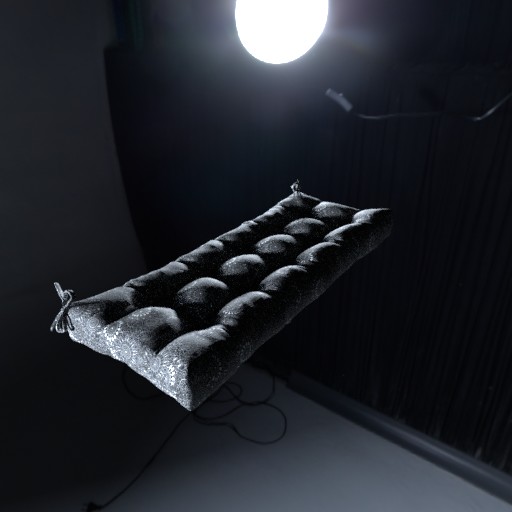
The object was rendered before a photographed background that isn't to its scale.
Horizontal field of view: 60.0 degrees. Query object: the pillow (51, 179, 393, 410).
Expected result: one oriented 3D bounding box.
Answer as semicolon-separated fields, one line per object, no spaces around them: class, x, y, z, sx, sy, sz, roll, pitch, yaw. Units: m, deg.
pillow;0.000;0.000;1.416;0.511;0.174;1.194;18;32;32
